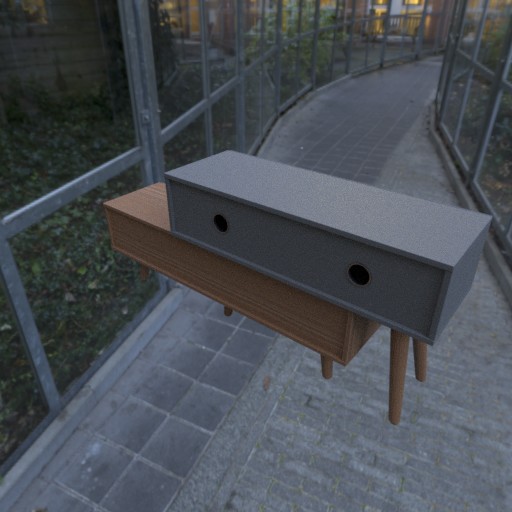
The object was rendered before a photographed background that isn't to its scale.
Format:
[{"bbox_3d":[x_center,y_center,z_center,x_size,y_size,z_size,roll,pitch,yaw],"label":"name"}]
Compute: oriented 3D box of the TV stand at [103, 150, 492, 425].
[{"bbox_3d":[0.000,0.000,1.561,1.336,0.591,0.329,22,37,32],"label":"TV stand"}]
